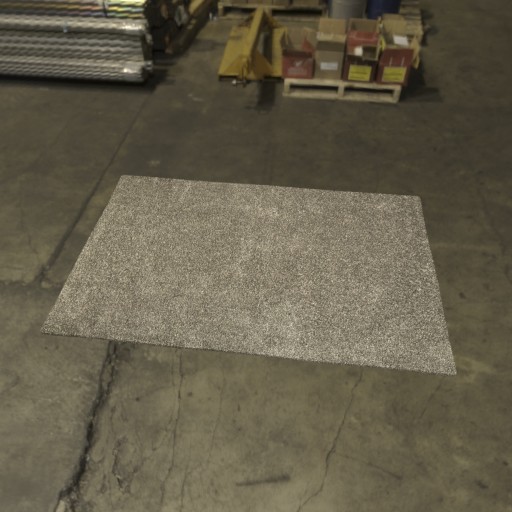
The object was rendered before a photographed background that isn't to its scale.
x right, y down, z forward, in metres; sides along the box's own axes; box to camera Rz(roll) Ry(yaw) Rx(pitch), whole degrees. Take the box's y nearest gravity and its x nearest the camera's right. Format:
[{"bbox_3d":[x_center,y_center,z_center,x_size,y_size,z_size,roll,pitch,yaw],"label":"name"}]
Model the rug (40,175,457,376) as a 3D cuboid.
[{"bbox_3d":[0.000,0.000,2.978,2.350,0.025,1.502,5,47,4],"label":"rug"}]
